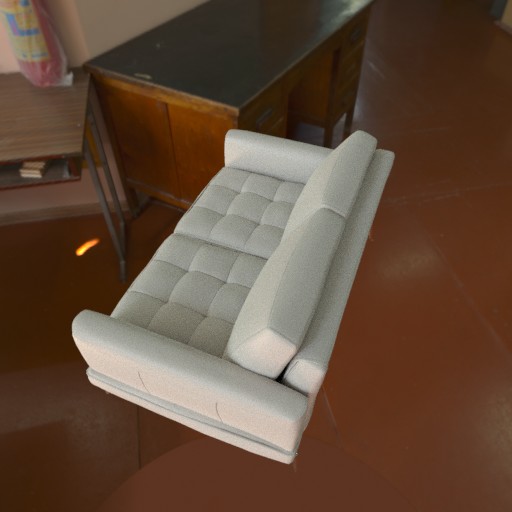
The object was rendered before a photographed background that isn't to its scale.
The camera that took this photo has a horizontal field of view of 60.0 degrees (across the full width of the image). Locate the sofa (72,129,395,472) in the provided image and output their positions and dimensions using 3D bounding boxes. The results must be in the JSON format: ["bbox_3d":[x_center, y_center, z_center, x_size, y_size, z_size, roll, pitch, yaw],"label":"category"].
[{"bbox_3d":[0.000,0.000,2.436,1.121,0.930,1.819,16,49,15],"label":"sofa"}]
